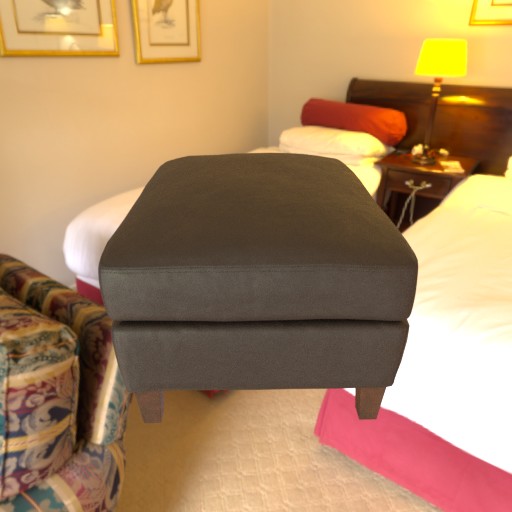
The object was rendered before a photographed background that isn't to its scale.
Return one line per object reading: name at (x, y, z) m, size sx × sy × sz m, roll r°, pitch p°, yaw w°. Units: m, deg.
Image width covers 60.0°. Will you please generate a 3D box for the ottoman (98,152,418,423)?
ottoman at (0.000, 0.000, 1.312) m, size 0.659 × 0.529 × 0.887 m, roll -1°, pitch 26°, yaw -1°
